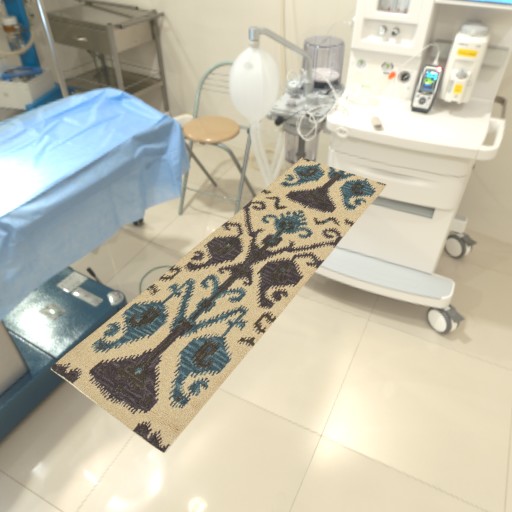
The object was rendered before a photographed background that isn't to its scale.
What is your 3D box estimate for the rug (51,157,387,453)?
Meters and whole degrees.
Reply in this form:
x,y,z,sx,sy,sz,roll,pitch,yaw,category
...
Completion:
x,y,z,sx,sy,sz,roll,pitch,yaw,category
0.000,0.000,2.554,0.692,0.017,2.301,24,47,25,rug
